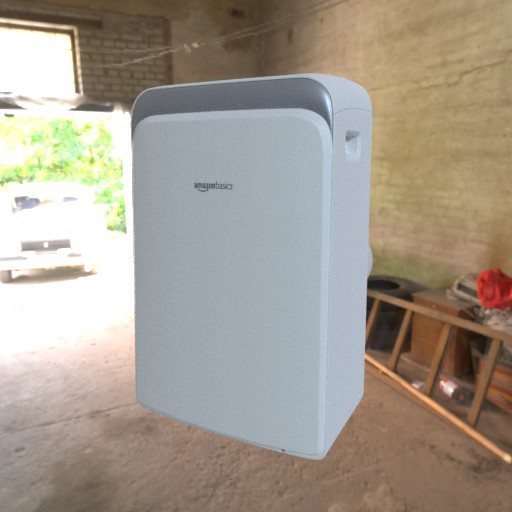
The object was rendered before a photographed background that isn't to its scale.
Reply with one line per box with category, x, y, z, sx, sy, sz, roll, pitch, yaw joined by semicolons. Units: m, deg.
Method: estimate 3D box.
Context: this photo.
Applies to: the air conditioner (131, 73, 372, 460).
air conditioner;0.000;0.000;0.939;0.454;0.700;0.365;6;14;26
